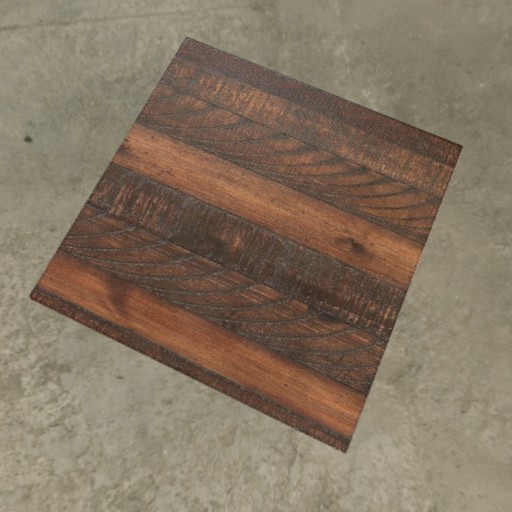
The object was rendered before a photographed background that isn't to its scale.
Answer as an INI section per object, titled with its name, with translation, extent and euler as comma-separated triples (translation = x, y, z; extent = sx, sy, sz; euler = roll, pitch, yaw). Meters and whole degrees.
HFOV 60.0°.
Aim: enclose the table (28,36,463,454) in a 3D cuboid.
[table]
translation = 0.000, 0.000, 0.976
extent = 0.548, 0.482, 0.553
euler = 24, 76, 6
